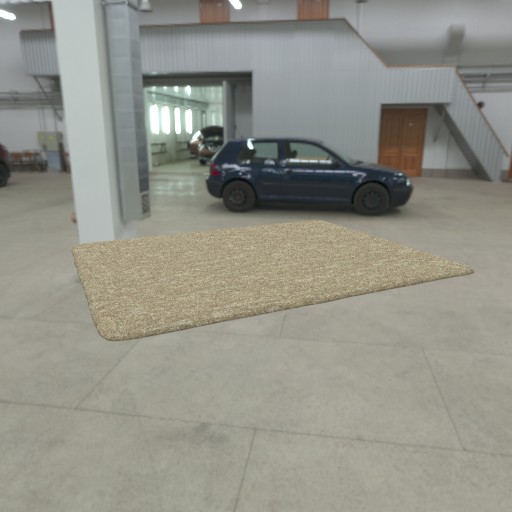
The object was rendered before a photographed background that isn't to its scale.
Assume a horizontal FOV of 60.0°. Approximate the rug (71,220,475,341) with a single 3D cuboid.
[{"bbox_3d":[0.000,0.000,3.857,2.873,0.050,2.242,-8,18,-25],"label":"rug"}]
